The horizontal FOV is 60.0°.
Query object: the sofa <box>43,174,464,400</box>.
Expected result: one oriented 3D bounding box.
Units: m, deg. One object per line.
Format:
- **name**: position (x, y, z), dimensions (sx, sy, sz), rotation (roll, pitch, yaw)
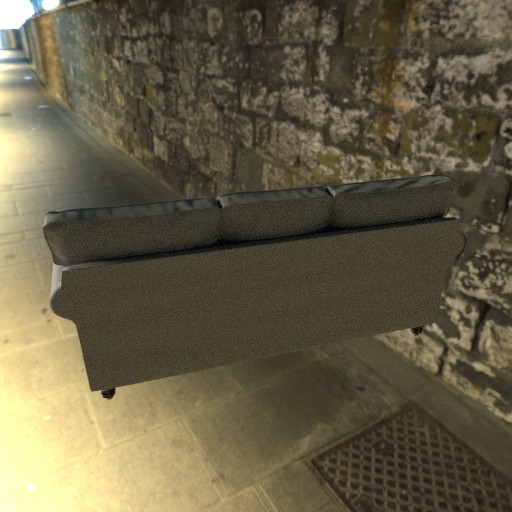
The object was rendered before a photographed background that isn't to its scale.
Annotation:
- **sofa**: position (0.000, 0.000, 2.543), dimensions (2.084, 0.961, 0.916), rotation (-8, 27, -15)
